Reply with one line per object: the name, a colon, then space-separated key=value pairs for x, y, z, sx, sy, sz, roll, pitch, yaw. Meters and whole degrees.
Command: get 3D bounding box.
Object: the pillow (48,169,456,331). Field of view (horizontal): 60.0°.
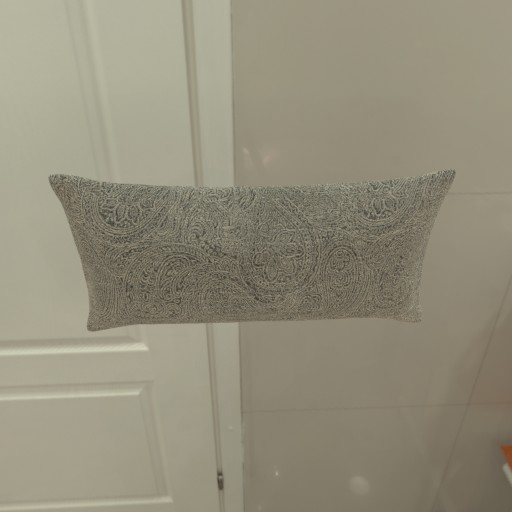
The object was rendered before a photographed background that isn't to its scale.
pillow: x=0.000 y=0.000 z=0.741 sx=0.615 sy=0.295 sz=0.151 roll=-1 pitch=30 yaw=-2
